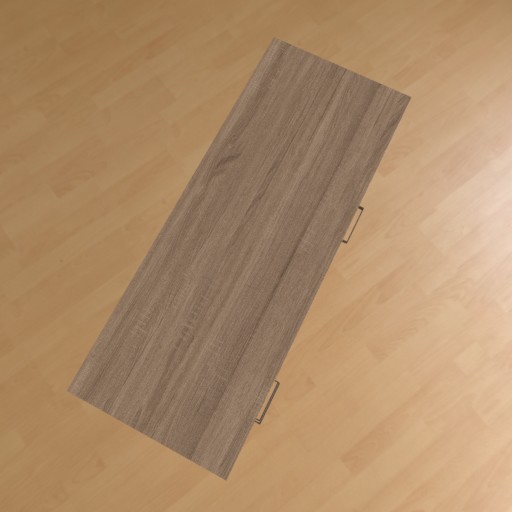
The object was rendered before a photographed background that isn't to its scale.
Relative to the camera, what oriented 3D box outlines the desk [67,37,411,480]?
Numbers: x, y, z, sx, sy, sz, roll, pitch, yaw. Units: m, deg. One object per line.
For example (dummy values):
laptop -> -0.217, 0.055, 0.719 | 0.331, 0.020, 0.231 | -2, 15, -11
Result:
desk -> 0.000, 0.000, 2.135 | 0.690, 0.760, 1.700 | 26, 78, 6
